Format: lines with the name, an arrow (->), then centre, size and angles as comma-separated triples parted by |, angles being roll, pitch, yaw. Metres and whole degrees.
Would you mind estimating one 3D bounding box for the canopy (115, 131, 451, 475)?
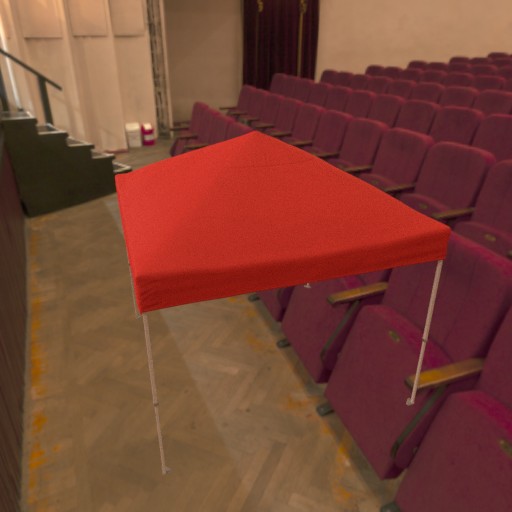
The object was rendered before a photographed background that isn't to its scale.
canopy -> 0.000, 0.000, 5.426 | 2.996, 2.997, 2.998 | -9, 28, -17
